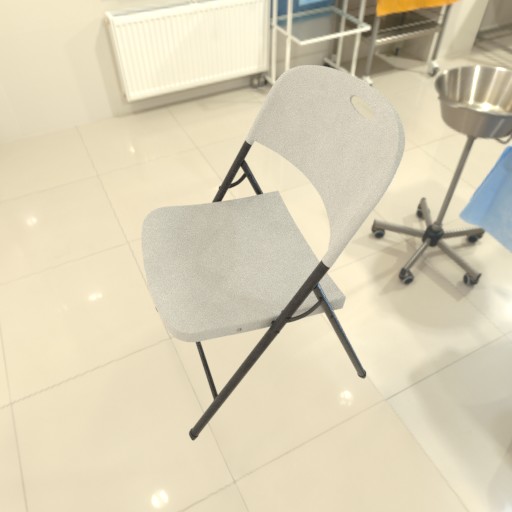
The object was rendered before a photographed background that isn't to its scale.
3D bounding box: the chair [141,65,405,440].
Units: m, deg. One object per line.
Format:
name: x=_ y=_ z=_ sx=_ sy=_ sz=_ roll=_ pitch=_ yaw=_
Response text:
chair: x=0.000 y=0.000 z=1.157 sx=0.566 sy=0.810 sz=0.494 roll=-15 pitch=49 yaw=-14
